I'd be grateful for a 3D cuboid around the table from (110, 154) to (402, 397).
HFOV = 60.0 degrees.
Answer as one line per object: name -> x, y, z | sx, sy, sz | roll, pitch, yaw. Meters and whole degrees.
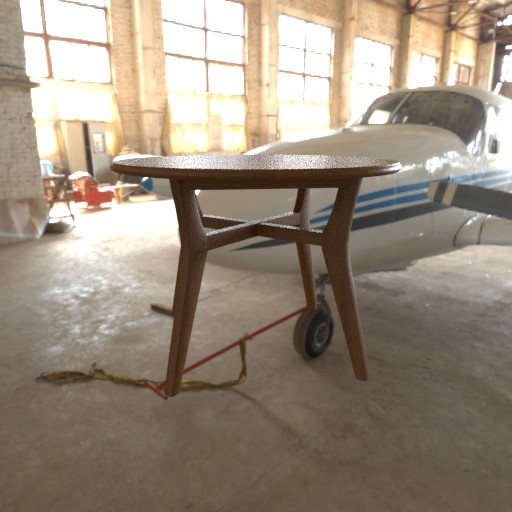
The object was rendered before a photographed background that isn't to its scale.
table -> 0.000, 0.000, 1.780 | 1.055, 0.757, 1.055 | 0, 15, 0
